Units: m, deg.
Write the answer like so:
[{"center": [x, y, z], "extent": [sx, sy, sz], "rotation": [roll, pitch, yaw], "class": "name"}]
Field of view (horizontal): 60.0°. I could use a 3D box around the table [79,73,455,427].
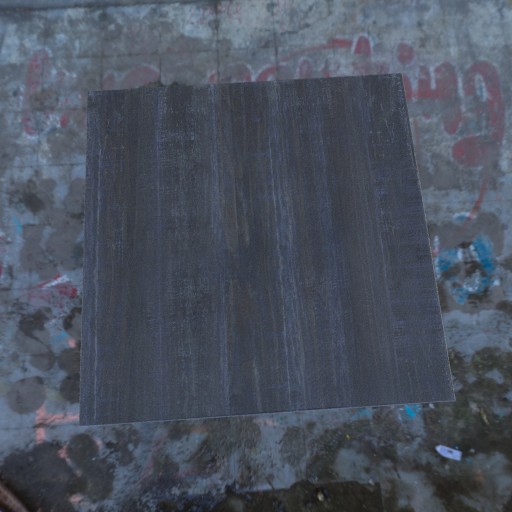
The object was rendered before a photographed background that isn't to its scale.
[{"center": [0.000, 0.000, 1.093], "extent": [0.696, 0.400, 0.696], "rotation": [-4, 76, -1], "class": "table"}]
